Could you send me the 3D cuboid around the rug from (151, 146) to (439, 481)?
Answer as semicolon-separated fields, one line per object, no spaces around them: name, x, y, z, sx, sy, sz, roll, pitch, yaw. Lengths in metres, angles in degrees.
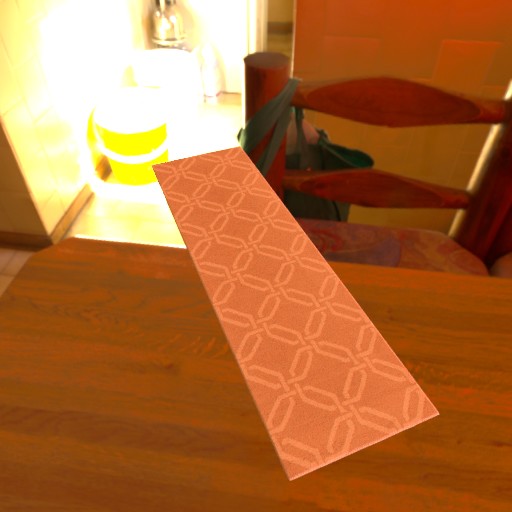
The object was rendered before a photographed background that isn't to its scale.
rug;0.000;0.000;2.464;0.678;0.014;2.276;-16;46;-16
